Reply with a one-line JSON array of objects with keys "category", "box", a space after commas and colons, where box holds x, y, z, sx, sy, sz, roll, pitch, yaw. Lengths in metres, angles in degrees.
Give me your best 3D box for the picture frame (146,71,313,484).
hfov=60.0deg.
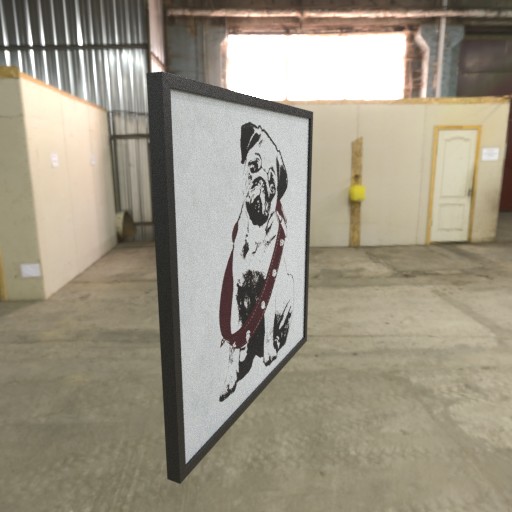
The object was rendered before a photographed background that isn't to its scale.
[{"category": "picture frame", "box": [0.000, 0.000, 1.149, 0.032, 0.775, 0.775, 6, 14, 25]}]
